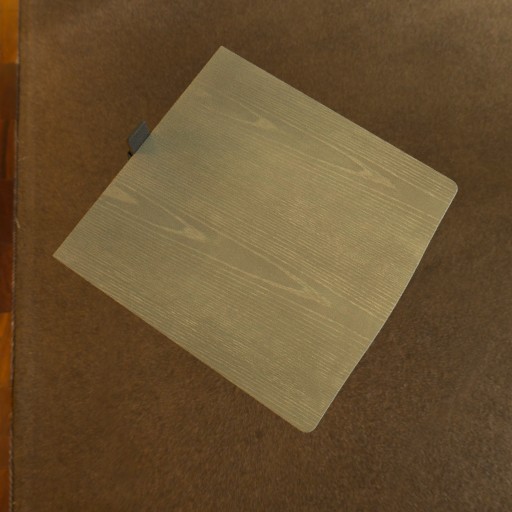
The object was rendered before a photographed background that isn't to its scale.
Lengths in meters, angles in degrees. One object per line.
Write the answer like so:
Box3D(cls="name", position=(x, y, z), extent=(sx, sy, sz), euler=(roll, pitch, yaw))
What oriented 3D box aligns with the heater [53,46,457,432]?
Box3D(cls="heater", position=(0.000, 0.000, 0.754), extent=(0.400, 0.481, 0.362), euler=(33, 78, 8))
